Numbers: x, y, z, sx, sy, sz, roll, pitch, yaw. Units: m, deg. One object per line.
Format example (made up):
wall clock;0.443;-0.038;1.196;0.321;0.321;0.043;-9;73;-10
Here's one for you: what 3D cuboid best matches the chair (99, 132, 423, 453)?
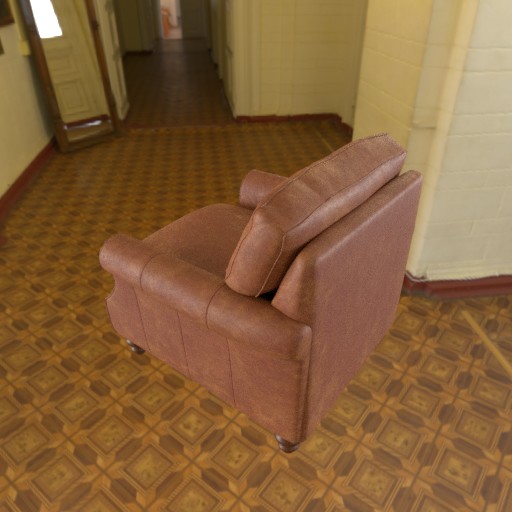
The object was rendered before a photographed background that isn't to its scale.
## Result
chair;0.000;0.000;1.784;0.986;0.962;0.983;22;38;31
